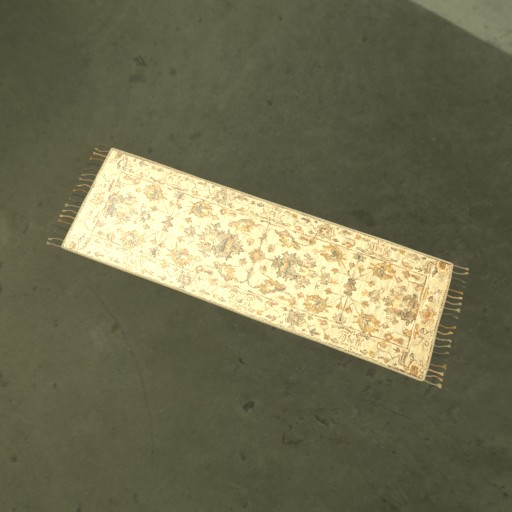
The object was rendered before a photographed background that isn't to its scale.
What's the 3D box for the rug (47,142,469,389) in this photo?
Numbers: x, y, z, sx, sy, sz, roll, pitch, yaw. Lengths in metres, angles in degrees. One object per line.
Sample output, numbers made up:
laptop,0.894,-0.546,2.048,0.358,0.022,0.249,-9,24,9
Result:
rug,0.000,0.000,2.641,2.438,0.021,0.729,19,75,5
